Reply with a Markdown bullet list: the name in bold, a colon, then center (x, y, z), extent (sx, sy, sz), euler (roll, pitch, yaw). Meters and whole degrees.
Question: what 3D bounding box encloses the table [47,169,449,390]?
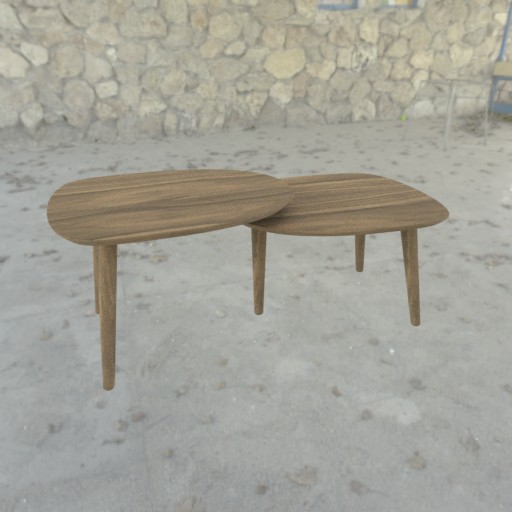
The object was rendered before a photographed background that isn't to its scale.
- **table**: center (0.000, 0.000, 1.335), extent (1.084, 0.429, 0.527), euler (-8, 26, -16)
